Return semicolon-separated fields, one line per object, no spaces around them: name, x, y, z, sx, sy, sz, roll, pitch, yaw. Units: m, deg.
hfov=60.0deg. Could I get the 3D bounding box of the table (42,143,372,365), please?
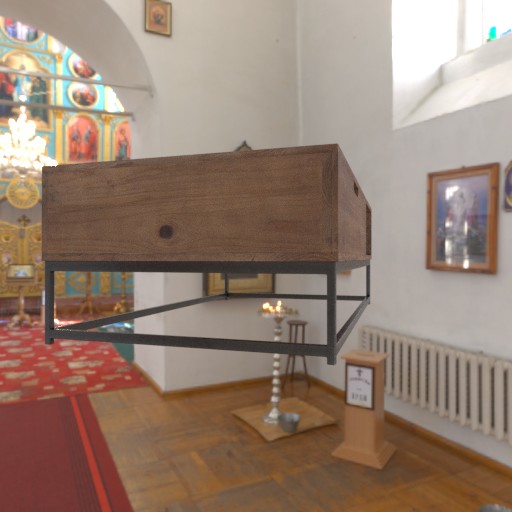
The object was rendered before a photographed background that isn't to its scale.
table;0.000;0.000;1.407;0.655;0.395;1.101;0;0;18
